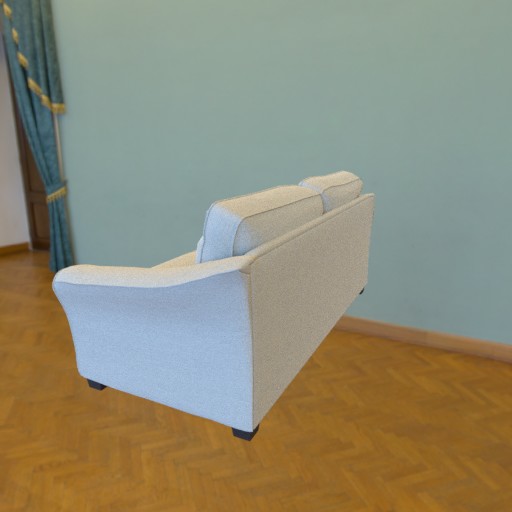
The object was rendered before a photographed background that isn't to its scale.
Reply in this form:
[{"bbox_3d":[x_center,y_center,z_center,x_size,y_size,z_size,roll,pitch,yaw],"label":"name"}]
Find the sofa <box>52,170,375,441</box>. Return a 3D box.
[{"bbox_3d":[0.000,0.000,2.738,0.980,0.965,2.270,7,17,25],"label":"sofa"}]
